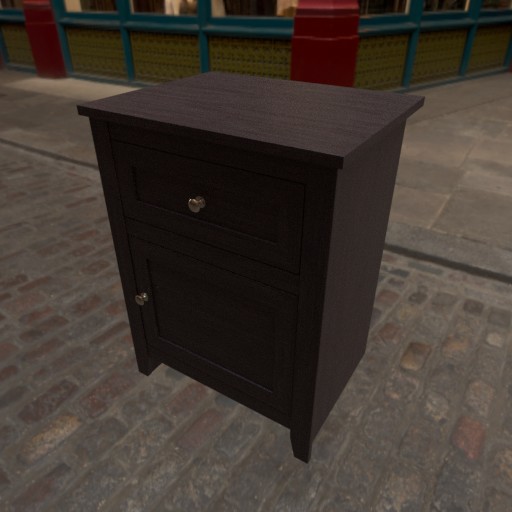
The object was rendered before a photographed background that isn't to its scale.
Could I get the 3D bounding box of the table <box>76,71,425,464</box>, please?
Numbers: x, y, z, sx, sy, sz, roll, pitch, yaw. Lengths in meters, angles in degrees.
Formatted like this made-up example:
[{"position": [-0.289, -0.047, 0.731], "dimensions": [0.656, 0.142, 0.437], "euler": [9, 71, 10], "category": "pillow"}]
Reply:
[{"position": [0.000, 0.000, 0.937], "dimensions": [0.480, 0.635, 0.381], "euler": [18, 36, 27], "category": "table"}]
